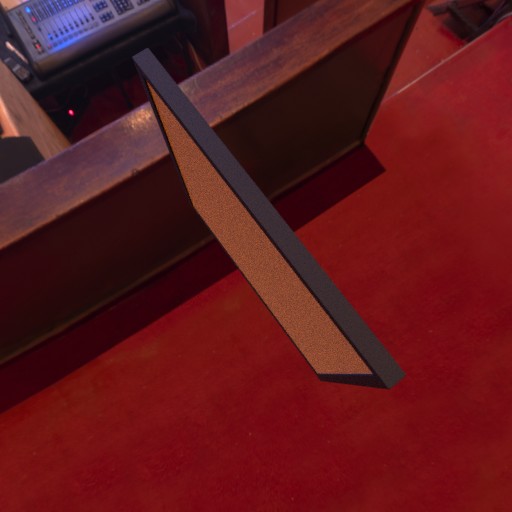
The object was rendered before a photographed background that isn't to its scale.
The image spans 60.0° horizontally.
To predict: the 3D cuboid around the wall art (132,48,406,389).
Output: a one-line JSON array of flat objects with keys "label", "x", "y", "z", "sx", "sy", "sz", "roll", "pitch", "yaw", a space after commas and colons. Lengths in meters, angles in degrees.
[{"label": "wall art", "x": 0.000, "y": 0.000, "z": 1.148, "sx": 0.037, "sy": 0.763, "sz": 0.763, "roll": -35, "pitch": 78, "yaw": -9}]
